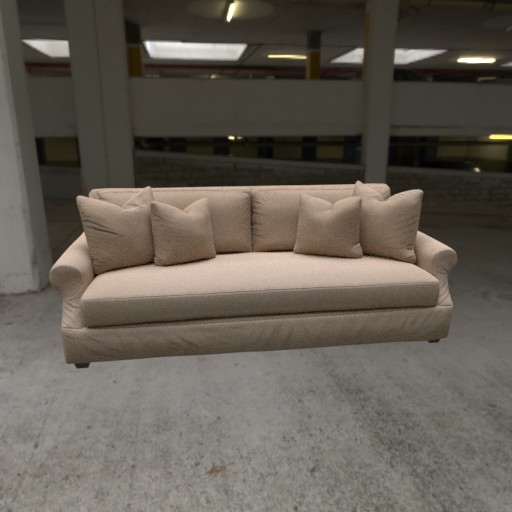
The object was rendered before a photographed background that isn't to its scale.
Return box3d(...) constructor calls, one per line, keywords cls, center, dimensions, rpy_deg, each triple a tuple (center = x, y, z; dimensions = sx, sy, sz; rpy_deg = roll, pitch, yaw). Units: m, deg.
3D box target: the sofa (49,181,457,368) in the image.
box3d(cls="sofa", center=(0.000, 0.000, 2.828), dimensions=(2.285, 0.904, 1.067), rpy_deg=(-2, 16, -8))
